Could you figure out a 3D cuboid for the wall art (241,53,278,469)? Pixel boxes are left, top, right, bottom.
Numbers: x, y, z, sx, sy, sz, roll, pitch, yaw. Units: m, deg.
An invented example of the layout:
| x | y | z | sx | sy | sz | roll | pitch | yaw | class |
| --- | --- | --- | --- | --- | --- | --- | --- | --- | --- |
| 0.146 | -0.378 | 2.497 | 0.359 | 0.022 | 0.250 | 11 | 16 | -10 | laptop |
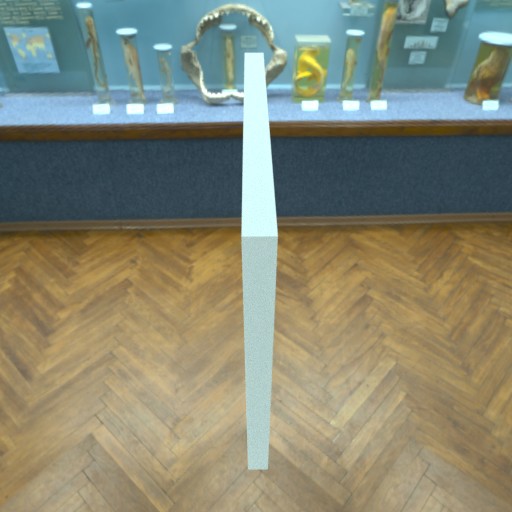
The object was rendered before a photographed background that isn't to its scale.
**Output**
| x | y | z | sx | sy | sz | roll | pitch | yaw | class |
| --- | --- | --- | --- | --- | --- | --- | --- | --- | --- |
| 0.000 | 0.000 | 0.461 | 0.020 | 0.307 | 0.307 | -1 | 42 | -1 | wall art |
